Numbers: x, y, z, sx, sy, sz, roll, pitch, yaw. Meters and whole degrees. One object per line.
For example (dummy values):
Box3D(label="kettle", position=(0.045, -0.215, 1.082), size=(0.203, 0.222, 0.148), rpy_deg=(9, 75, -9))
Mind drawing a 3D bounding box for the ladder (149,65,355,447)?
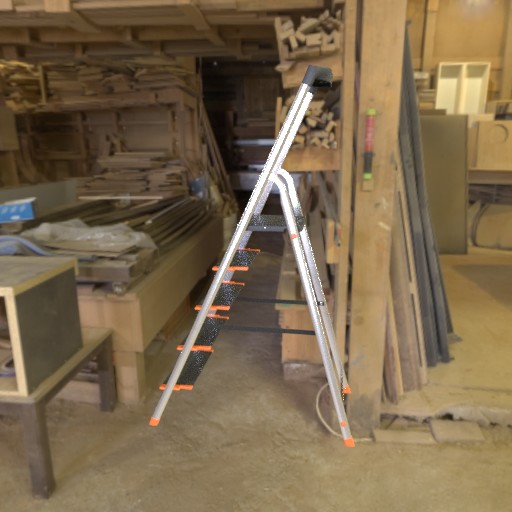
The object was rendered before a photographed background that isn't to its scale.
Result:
Box3D(label="ladder", position=(0.000, 0.000, 2.132), size=(0.995, 1.646, 0.480), rpy_deg=(2, 15, 9))
